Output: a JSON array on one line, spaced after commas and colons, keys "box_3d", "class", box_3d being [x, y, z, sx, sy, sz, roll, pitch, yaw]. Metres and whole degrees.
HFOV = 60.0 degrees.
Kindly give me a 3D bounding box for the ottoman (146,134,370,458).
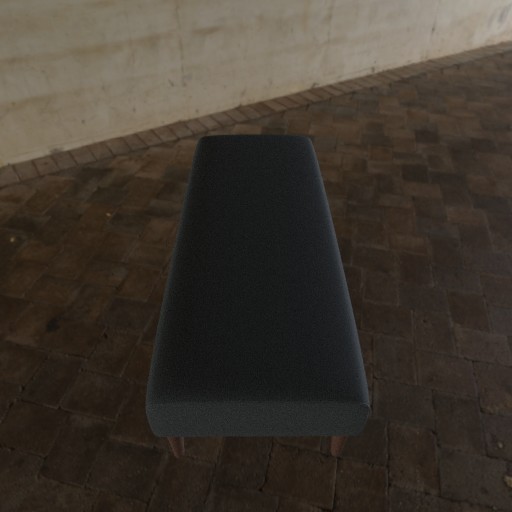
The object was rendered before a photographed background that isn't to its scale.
[{"box_3d": [0.000, 0.000, 1.892, 0.646, 0.393, 1.609, 0, 41, 0], "class": "ottoman"}]
